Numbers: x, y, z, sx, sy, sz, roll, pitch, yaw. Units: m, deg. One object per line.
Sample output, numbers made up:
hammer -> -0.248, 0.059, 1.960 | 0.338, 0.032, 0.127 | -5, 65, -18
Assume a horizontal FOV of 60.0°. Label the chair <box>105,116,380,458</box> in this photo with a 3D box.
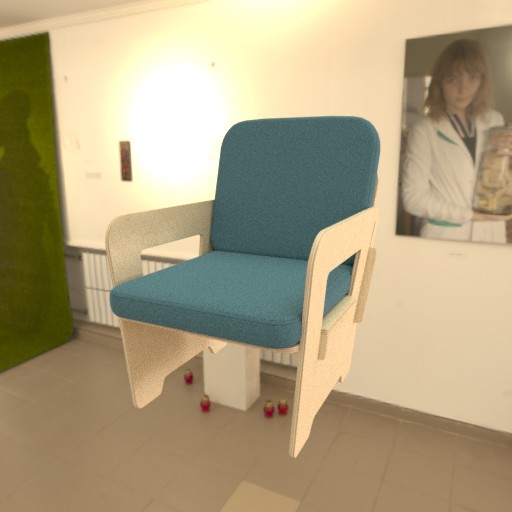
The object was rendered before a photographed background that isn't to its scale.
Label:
chair -> 0.000, 0.000, 1.181 | 0.547, 0.747, 0.657 | 6, 14, 26
